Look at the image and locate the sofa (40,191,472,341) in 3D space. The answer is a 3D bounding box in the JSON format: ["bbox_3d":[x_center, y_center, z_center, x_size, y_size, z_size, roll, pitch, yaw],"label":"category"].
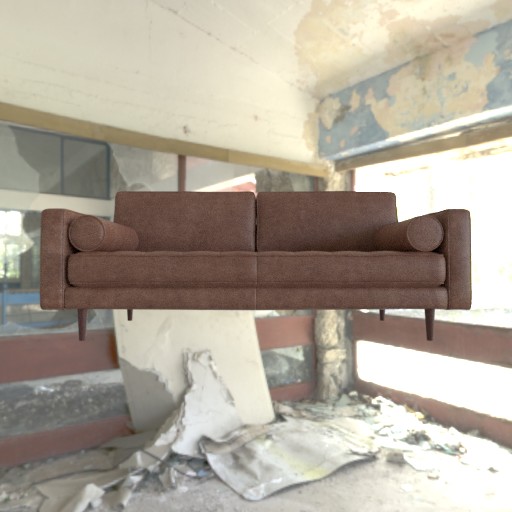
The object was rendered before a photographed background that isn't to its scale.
[{"bbox_3d":[0.000,0.000,2.318,1.870,0.760,0.910,0,-2,0],"label":"sofa"}]
